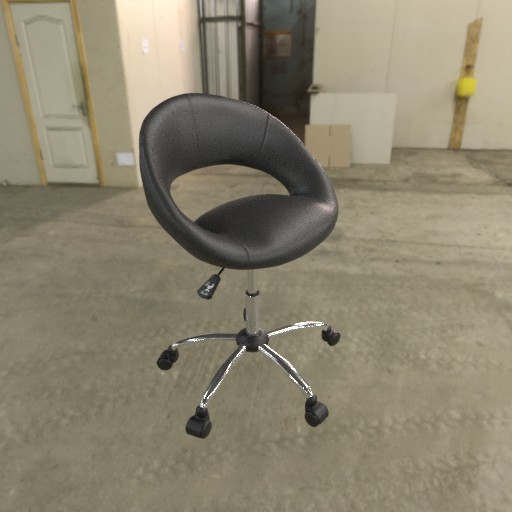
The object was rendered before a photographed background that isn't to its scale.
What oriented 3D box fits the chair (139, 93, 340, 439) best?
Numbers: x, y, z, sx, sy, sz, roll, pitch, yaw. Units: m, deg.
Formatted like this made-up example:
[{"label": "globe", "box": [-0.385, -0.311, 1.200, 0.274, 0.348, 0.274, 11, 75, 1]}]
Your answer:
[{"label": "chair", "box": [0.000, 0.000, 1.182, 0.538, 0.791, 0.612, 18, 31, 32]}]
